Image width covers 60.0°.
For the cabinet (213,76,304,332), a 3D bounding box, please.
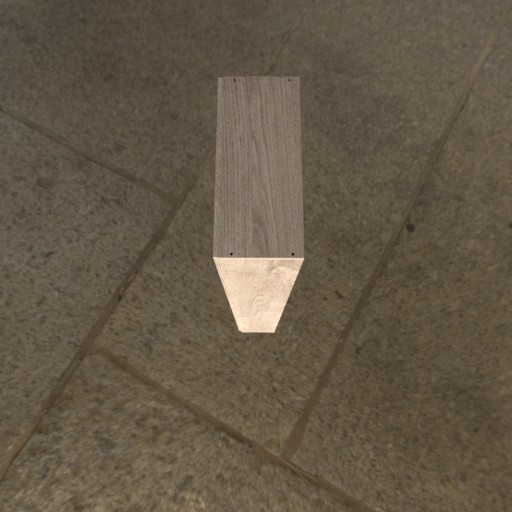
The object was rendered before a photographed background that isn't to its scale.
[{"bbox_3d":[0.000,0.000,1.977,0.230,1.790,0.500,0,75,0],"label":"cabinet"}]
